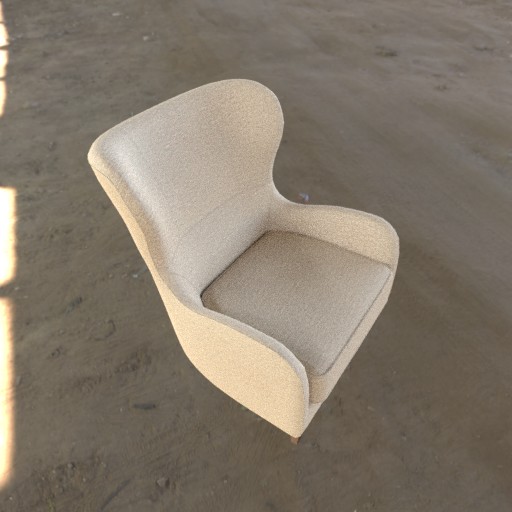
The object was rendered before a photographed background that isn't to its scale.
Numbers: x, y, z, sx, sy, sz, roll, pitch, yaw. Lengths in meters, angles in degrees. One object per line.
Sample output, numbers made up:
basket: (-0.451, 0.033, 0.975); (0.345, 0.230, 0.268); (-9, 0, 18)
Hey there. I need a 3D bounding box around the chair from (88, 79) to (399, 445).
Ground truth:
chair: (0.000, 0.000, 1.790); (0.984, 1.064, 0.861); (24, 47, 25)
